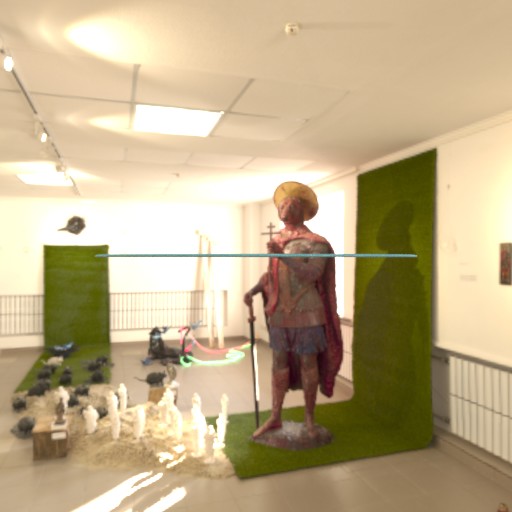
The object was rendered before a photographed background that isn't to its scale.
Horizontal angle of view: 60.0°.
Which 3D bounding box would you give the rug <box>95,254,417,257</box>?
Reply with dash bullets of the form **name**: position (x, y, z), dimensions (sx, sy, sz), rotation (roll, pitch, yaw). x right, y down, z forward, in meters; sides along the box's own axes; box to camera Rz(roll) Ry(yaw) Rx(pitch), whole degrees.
- **rug**: position (0.000, 0.000, 2.330), dimensions (1.593, 0.012, 1.593), rotation (0, 0, 0)
